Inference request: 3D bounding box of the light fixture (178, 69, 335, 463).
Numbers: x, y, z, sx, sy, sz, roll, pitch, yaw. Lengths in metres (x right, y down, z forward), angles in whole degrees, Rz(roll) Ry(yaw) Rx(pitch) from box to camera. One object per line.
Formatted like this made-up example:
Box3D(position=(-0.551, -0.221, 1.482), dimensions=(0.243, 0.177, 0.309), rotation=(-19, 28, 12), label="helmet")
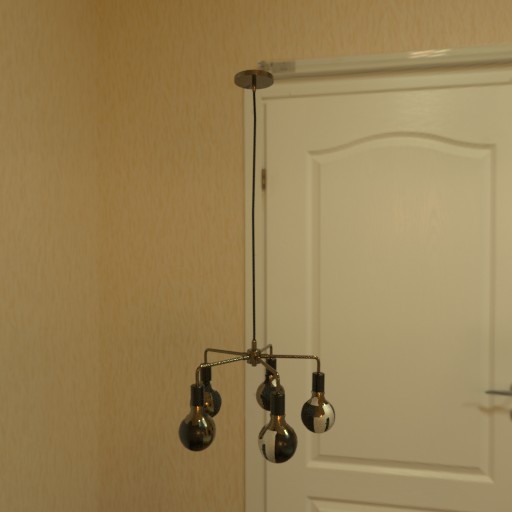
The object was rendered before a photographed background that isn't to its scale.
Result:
Box3D(position=(0.000, 0.000, 1.218), dimensions=(0.438, 0.988, 0.421), rotation=(0, 1, -19), label="light fixture")
